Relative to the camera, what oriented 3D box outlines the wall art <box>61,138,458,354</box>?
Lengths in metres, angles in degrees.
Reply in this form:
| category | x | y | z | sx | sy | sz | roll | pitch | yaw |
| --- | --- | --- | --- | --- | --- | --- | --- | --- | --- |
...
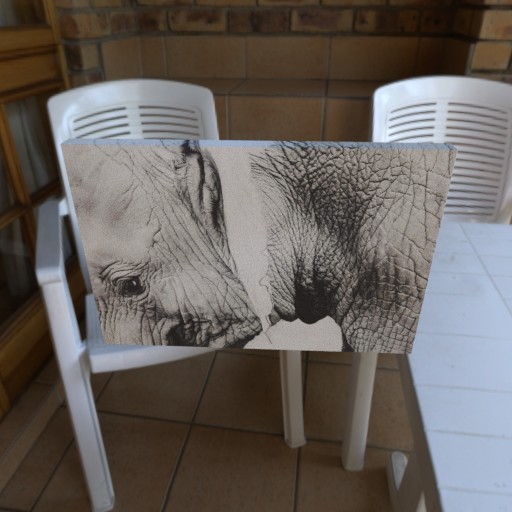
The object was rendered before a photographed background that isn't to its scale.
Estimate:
| category | x | y | z | sx | sy | sz | roll | pitch | yaw |
| --- | --- | --- | --- | --- | --- | --- | --- | --- | --- |
| wall art | 0.000 | 0.000 | 0.798 | 0.613 | 0.407 | 0.035 | 1 | 30 | 2 |
